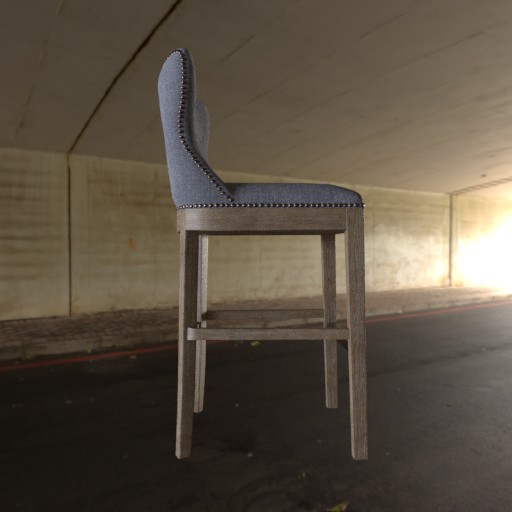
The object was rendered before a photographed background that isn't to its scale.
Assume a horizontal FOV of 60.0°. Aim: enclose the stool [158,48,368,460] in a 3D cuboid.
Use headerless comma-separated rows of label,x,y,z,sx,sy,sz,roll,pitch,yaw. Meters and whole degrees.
stool,0.000,0.000,1.416,0.606,1.123,0.494,0,1,-1
